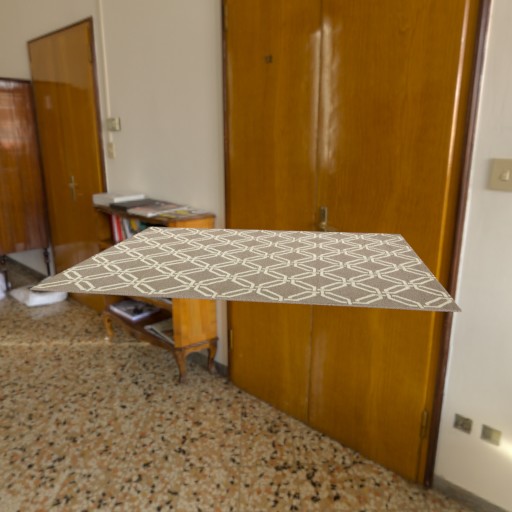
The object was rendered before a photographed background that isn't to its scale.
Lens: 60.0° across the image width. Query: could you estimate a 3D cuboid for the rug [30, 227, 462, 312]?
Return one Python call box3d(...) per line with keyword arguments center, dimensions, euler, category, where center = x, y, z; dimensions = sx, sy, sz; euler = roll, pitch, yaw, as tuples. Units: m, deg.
box3d(center=(0.000, 0.000, 4.015), dimensions=(2.895, 0.018, 2.288), euler=(2, 15, 8), category="rug")
